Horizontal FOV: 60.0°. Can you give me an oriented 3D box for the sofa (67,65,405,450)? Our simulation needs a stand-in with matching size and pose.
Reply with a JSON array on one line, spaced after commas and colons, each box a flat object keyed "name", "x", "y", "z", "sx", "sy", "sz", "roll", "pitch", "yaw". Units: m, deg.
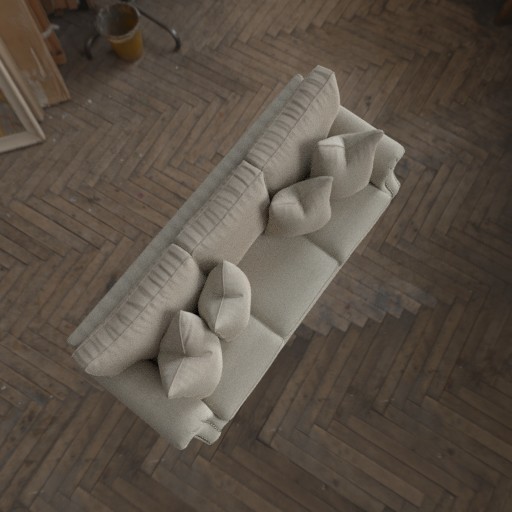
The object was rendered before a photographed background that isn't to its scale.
[{"name": "sofa", "x": 0.000, "y": 0.000, "z": 2.808, "sx": 0.965, "sy": 0.975, "sz": 2.312, "roll": 36, "pitch": 78, "yaw": 9}]
